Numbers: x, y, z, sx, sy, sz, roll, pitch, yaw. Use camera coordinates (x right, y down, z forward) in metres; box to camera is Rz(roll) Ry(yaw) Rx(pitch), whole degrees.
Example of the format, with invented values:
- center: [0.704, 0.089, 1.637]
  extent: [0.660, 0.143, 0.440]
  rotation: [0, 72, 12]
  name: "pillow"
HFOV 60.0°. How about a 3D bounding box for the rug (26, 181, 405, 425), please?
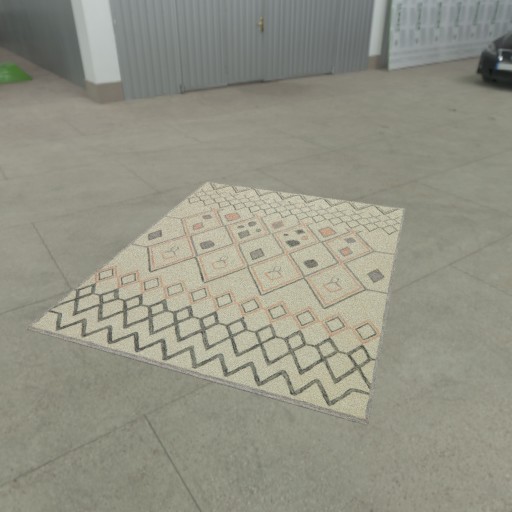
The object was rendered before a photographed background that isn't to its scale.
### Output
- center: [0.000, 0.000, 4.071]
  extent: [2.441, 0.016, 3.050]
  rotation: [11, 32, 17]
  name: "rug"
